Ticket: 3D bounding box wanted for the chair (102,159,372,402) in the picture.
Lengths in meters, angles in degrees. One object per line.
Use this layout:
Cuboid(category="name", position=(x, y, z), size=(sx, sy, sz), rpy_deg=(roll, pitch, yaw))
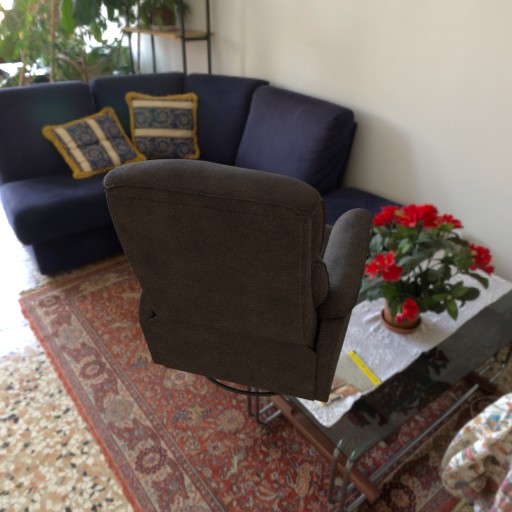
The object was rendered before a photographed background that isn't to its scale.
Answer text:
Cuboid(category="chair", position=(0.000, 0.000, 1.731), size=(0.830, 1.035, 1.009), rpy_deg=(9, 33, 14))
